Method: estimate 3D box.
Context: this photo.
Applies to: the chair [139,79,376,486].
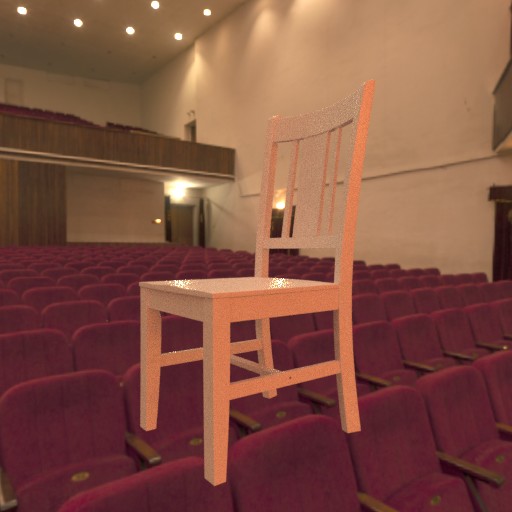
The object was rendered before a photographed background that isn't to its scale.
[{"bbox_3d":[0.000,0.000,1.286,0.555,0.998,0.450,-1,1,-37],"label":"chair"}]
